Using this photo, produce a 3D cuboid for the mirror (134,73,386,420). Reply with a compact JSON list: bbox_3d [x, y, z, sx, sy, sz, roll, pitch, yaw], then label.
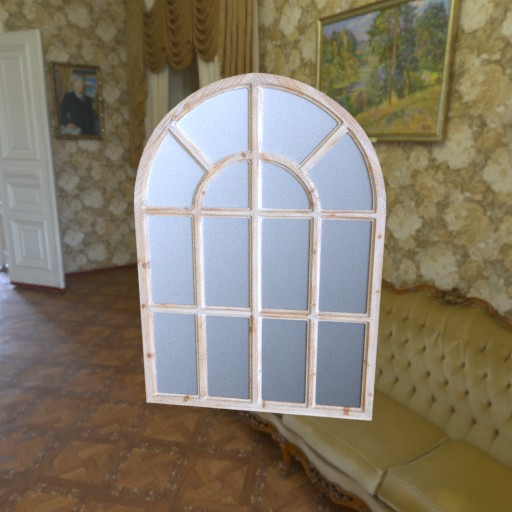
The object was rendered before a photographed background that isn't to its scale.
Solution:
[{"bbox_3d":[0.000,0.000,1.196,0.660,0.920,0.032,2,14,8],"label":"mirror"}]
